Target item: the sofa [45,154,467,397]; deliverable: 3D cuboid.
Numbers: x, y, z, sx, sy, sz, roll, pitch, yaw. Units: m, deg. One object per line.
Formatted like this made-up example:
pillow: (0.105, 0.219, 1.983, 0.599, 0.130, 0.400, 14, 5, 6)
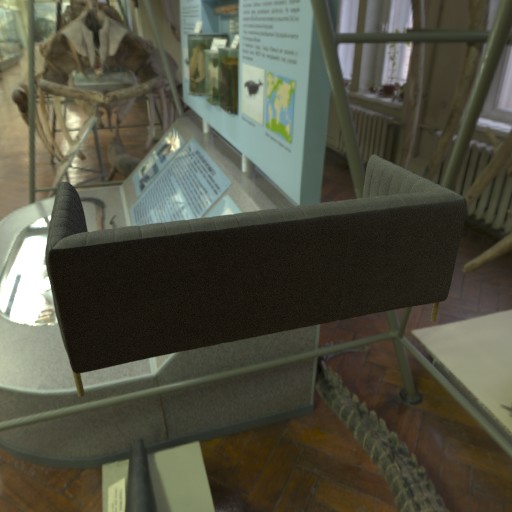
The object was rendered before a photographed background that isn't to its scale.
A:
sofa: (0.000, 0.000, 2.409, 1.980, 0.780, 0.876, -8, 28, -16)
